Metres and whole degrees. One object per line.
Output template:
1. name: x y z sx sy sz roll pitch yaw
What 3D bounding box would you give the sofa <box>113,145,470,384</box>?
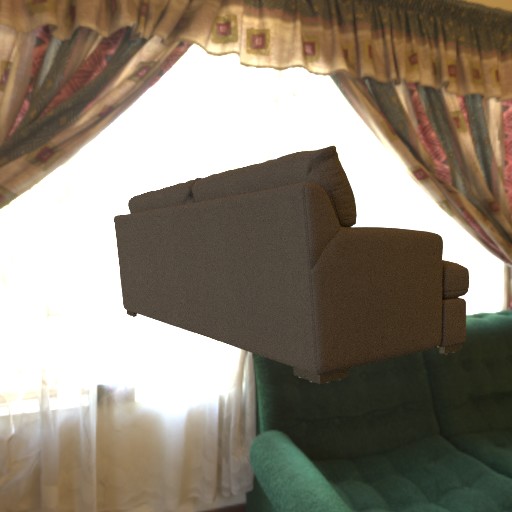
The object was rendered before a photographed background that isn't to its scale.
1. sofa: 0.000 0.000 2.842 1.140 0.950 2.271 -1 2 -36
